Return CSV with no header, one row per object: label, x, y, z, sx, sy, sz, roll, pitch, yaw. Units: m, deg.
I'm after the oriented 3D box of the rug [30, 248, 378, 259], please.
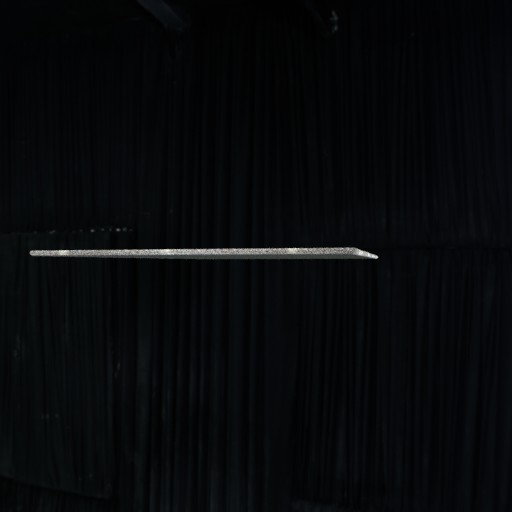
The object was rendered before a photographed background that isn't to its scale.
rug,0.000,0.000,2.966,1.501,0.025,2.348,0,-1,17
